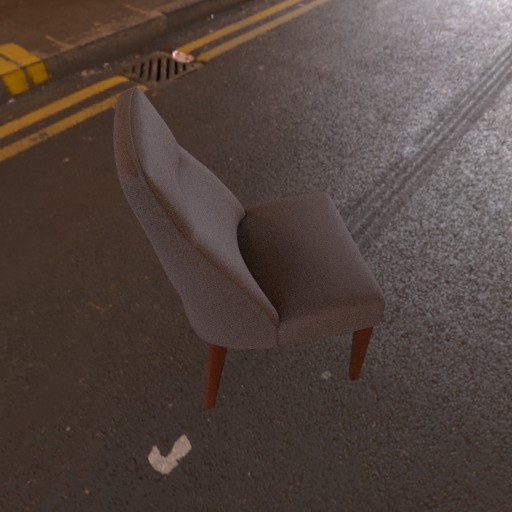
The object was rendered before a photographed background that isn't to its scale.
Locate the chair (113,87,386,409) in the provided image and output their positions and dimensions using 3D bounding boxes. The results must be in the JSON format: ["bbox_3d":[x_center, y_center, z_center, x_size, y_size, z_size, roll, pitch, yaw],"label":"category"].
[{"bbox_3d":[0.000,0.000,1.294,0.620,0.930,0.500,-10,47,-9],"label":"chair"}]
